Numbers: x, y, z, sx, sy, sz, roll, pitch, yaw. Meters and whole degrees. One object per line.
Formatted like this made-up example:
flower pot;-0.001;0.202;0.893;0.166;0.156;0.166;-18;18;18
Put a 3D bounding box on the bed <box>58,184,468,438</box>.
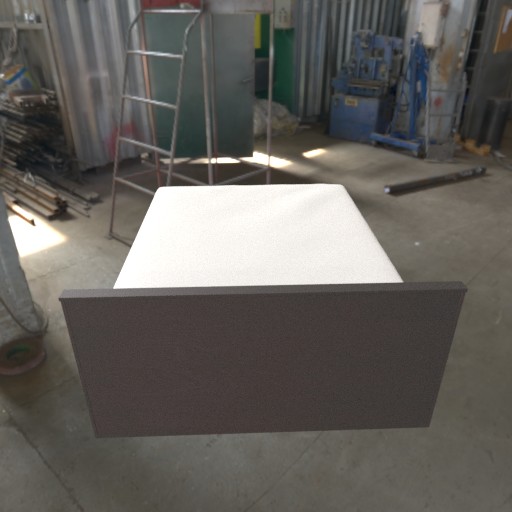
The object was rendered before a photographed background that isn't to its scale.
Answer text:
bed;0.000;0.000;2.880;1.634;0.808;2.103;-1;29;-2
